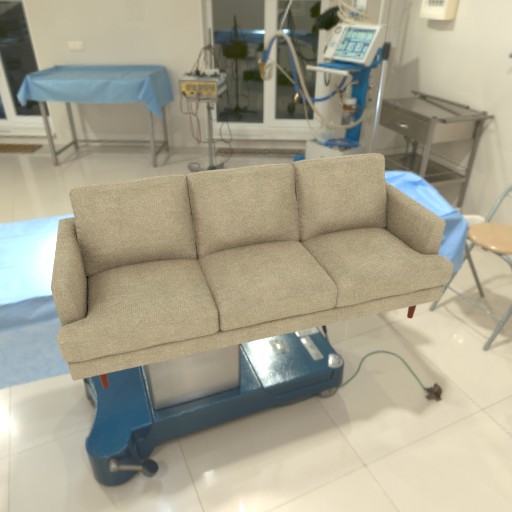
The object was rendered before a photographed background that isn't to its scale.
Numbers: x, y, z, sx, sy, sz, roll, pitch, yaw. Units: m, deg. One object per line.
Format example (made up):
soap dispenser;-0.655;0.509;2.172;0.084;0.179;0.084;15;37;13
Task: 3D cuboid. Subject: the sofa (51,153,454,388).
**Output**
sofa;0.000;0.000;2.710;2.246;0.930;0.903;-10;33;-15
